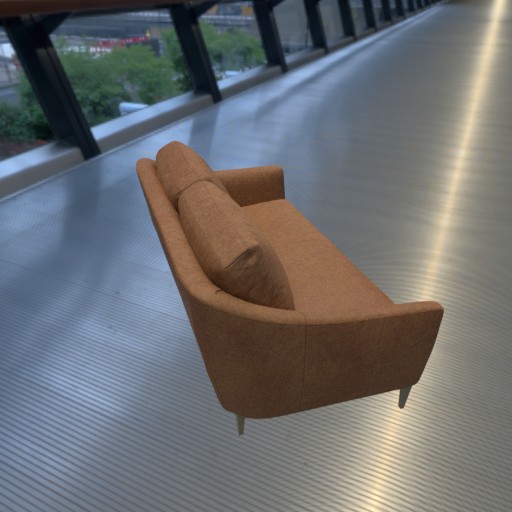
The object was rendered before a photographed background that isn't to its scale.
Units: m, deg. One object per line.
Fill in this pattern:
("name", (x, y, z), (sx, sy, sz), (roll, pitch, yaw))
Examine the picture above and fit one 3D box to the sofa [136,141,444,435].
("sofa", (0.000, 0.000, 2.230), (0.960, 0.902, 1.619), (-11, 33, -17))
